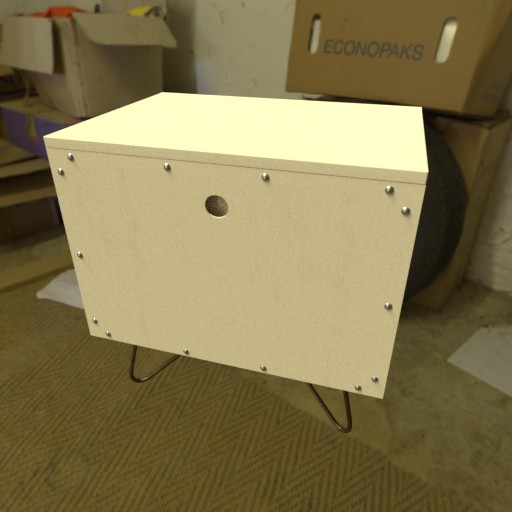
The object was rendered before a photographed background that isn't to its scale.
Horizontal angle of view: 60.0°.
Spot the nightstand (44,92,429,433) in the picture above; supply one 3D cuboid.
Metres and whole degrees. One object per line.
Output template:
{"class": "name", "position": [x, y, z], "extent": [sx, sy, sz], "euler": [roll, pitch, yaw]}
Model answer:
{"class": "nightstand", "position": [0.000, 0.000, 1.001], "extent": [0.614, 0.604, 0.447], "euler": [9, 31, 14]}
